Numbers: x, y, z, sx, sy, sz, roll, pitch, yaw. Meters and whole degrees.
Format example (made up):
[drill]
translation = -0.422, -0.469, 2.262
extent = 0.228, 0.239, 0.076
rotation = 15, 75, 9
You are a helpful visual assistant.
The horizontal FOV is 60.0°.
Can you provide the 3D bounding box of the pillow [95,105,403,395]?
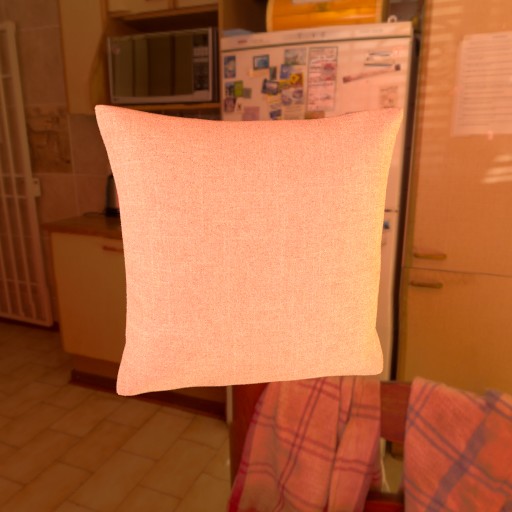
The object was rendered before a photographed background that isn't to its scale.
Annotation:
[pillow]
translation = 0.000, 0.000, 0.665
extent = 0.435, 0.428, 0.148
rotation = -2, 14, -9
